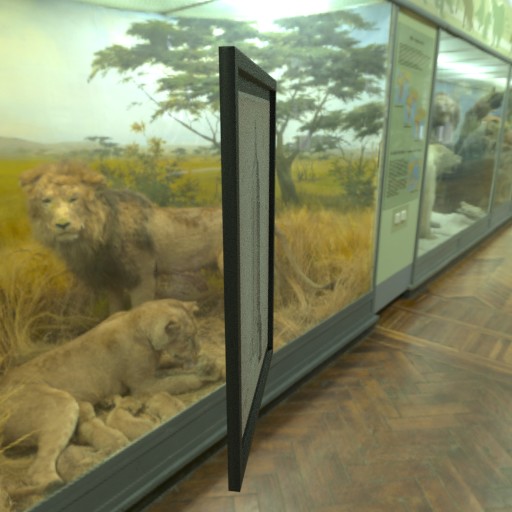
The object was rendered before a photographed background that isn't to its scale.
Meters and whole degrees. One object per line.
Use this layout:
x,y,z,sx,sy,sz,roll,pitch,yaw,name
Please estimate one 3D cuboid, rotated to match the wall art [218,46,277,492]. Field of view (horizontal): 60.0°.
0.000,0.000,0.551,0.013,0.431,0.303,3,17,8,wall art
